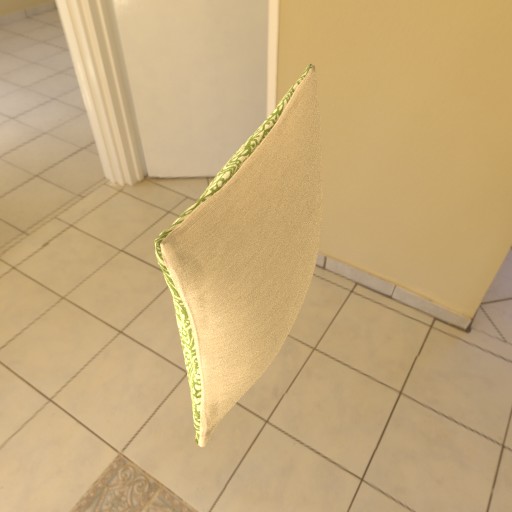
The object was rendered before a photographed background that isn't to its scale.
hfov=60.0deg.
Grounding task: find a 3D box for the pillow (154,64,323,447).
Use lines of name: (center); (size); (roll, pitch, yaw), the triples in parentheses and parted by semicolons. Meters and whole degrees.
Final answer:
pillow: (0.000, 0.000, 0.668); (0.162, 0.419, 0.440); (17, 47, 16)
